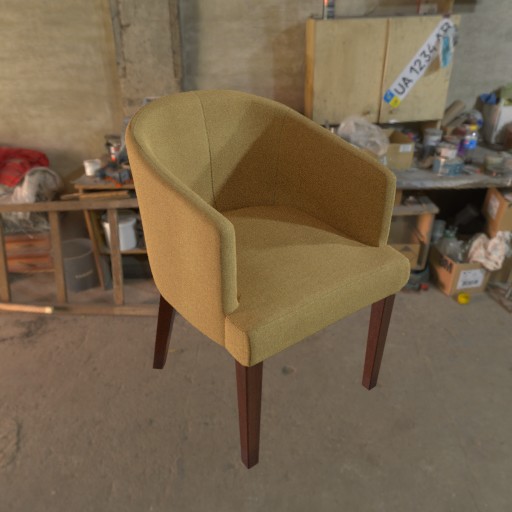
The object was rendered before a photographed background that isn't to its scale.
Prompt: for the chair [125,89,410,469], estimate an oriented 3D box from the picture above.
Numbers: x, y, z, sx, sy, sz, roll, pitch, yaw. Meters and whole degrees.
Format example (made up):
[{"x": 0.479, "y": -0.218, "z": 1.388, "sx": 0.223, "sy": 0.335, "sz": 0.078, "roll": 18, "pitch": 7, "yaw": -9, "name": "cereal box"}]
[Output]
[{"x": 0.000, "y": 0.000, "z": 1.252, "sx": 0.583, "sy": 0.811, "sz": 0.655, "roll": -20, "pitch": 35, "yaw": -31, "name": "chair"}]
